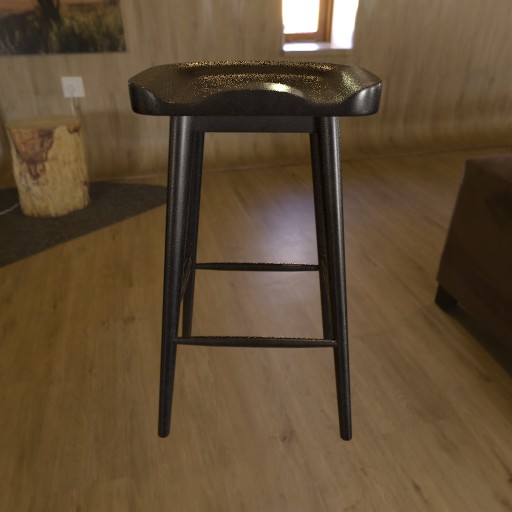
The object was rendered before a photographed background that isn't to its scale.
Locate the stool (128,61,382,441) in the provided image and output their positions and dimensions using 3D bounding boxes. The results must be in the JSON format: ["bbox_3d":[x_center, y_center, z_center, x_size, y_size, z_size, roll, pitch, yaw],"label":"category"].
[{"bbox_3d":[0.000,0.000,0.964,0.440,0.749,0.361,1,30,1],"label":"stool"}]
